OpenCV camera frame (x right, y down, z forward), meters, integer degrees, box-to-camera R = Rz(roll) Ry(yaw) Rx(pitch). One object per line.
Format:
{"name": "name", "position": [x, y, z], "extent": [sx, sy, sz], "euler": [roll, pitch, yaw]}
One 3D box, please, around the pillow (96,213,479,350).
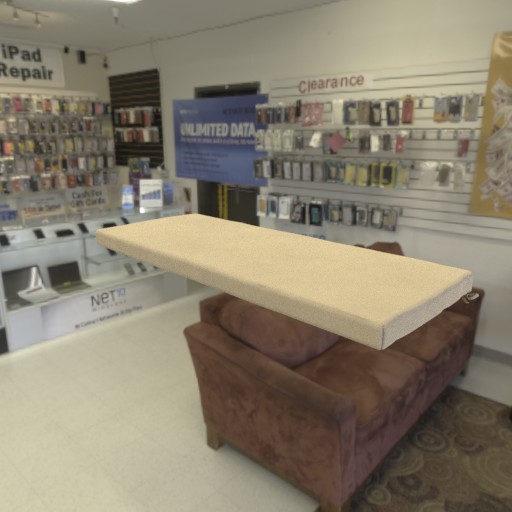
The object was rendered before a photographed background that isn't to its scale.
{"name": "pillow", "position": [0.000, 0.000, 1.365], "extent": [1.187, 0.081, 0.492], "euler": [15, 22, 43]}
